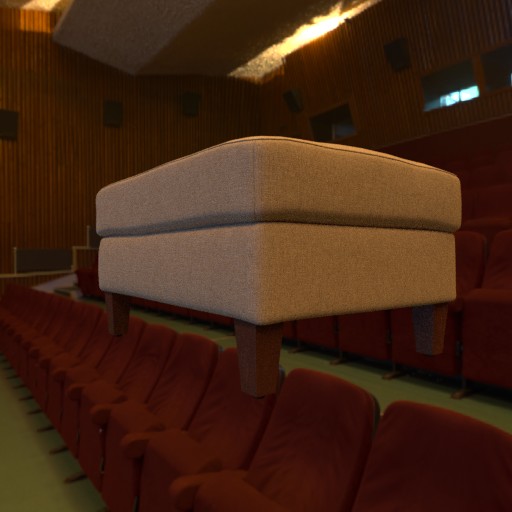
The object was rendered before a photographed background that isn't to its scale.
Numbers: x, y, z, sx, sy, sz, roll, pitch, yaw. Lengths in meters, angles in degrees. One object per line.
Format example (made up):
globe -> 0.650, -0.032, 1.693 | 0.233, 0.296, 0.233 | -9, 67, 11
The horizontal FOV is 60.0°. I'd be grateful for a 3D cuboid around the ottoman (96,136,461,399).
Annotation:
ottoman -> 0.000, 0.000, 1.282 | 0.677, 0.519, 0.898 | 0, 0, -36
